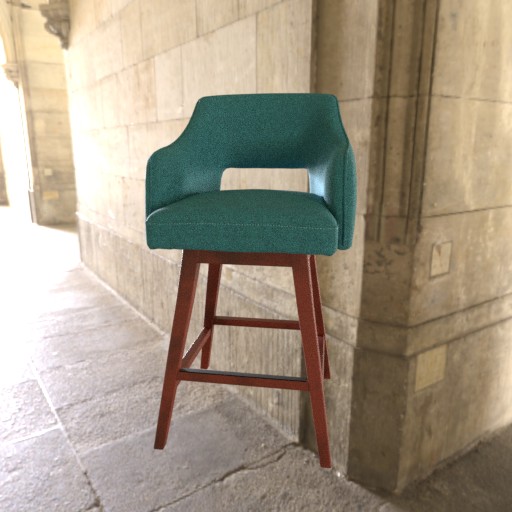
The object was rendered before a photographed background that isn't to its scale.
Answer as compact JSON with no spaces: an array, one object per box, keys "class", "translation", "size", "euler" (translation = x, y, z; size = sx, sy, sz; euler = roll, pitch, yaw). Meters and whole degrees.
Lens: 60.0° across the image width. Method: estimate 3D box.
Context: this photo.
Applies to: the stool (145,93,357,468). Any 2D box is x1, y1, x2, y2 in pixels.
[{"class":"stool","translation":[0.000,0.000,1.304],"size":[0.548,0.961,0.556],"euler":[2,14,9]}]
